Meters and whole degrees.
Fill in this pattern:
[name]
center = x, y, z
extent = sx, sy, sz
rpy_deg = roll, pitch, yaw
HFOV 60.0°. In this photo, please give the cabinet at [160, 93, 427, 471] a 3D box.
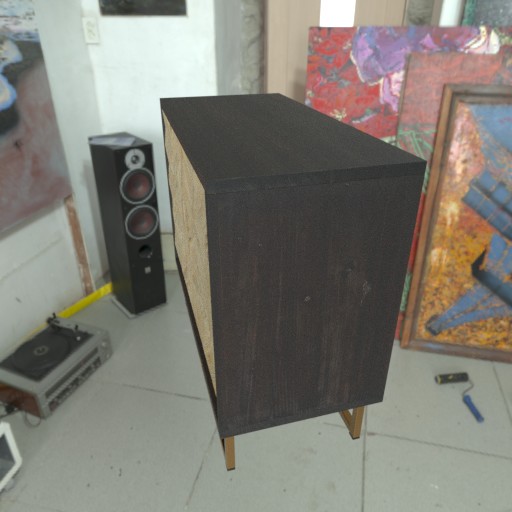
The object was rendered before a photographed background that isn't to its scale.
[cabinet]
center = 0.000, 0.000, 1.444
extent = 0.451, 0.860, 0.950
rpy_deg = -8, 29, -14
